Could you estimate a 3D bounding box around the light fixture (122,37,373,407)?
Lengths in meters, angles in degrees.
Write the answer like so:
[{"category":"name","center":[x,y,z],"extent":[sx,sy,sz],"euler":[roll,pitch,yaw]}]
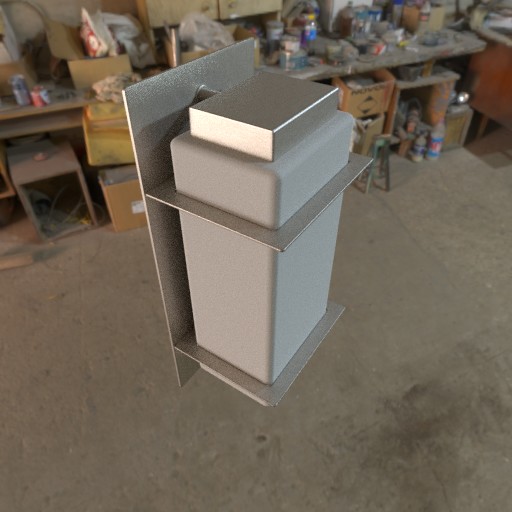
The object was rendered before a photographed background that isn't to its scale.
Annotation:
[{"category":"light fixture","center":[0.000,0.000,0.472],"extent":[0.160,0.380,0.168],"euler":[24,46,25]}]
